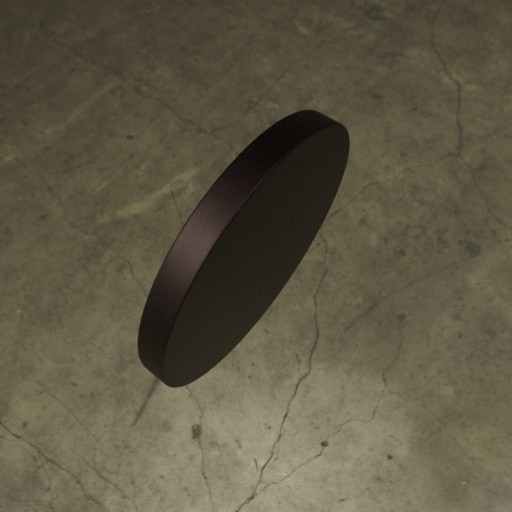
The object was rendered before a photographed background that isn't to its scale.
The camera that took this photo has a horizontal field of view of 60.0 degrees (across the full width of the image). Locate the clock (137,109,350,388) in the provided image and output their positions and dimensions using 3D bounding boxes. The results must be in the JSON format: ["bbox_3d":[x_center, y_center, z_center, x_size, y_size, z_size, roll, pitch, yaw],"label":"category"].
[{"bbox_3d":[0.000,0.000,0.470,0.029,0.314,0.314,34,68,16],"label":"clock"}]
